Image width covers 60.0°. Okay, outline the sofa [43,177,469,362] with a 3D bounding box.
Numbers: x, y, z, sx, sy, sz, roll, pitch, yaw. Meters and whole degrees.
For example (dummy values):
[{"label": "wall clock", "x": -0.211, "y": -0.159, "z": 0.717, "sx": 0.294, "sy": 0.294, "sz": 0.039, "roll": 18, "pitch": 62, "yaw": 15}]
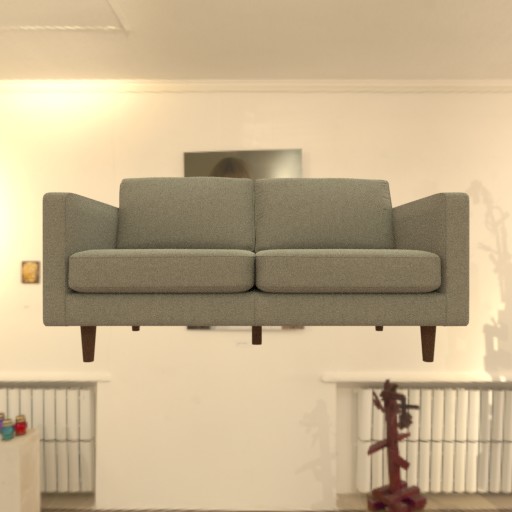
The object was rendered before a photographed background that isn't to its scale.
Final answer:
[{"label": "sofa", "x": 0.000, "y": 0.000, "z": 2.243, "sx": 1.731, "sy": 0.900, "sz": 1.000, "roll": 0, "pitch": 0, "yaw": 0}]
